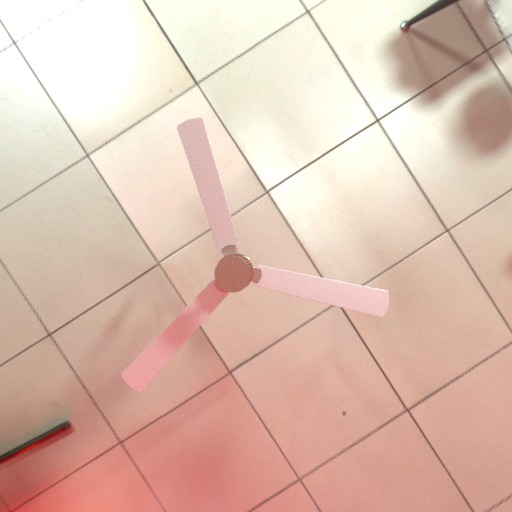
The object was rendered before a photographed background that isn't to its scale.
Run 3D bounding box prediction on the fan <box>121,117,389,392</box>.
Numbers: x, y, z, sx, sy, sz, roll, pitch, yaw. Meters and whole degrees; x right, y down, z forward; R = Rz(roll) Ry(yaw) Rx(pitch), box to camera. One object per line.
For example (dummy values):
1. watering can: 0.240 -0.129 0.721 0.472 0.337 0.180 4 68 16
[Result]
1. fan: 0.000 0.000 2.330 1.531 0.446 1.561 0 91 -1
